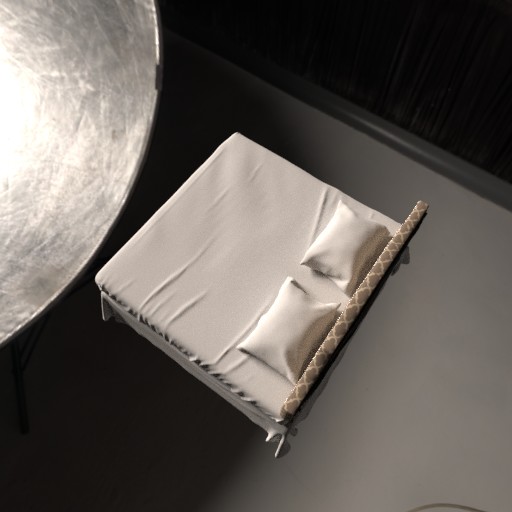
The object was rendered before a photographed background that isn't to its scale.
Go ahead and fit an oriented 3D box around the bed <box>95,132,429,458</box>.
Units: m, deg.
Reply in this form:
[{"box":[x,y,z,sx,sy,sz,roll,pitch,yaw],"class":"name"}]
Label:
[{"box":[0.000,0.000,3.798,2.222,1.601,2.314,33,68,15],"class":"bed"}]
